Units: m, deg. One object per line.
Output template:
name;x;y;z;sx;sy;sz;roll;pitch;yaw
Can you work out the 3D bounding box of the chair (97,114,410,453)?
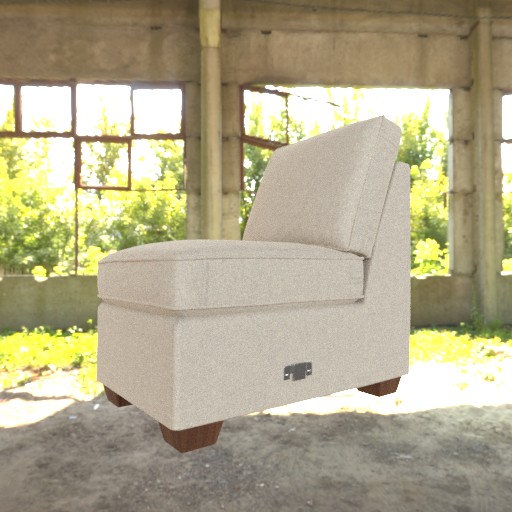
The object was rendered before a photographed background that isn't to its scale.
chair;0.000;0.000;1.533;0.938;0.970;0.621;1;-1;-37
